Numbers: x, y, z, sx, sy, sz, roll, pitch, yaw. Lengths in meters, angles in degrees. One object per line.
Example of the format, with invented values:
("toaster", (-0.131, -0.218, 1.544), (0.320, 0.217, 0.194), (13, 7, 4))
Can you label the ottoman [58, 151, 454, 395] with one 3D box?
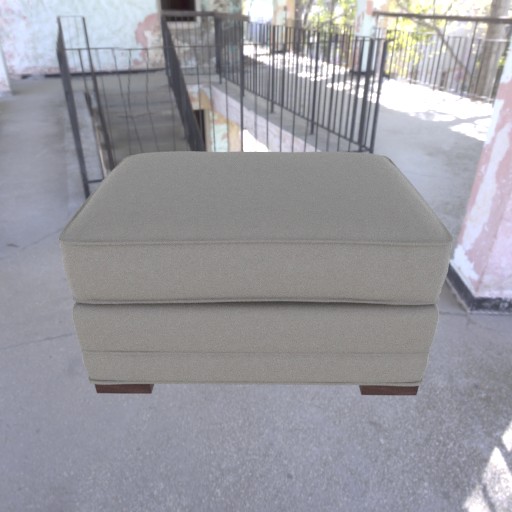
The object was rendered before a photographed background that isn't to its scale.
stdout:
("ottoman", (0.000, 0.000, 1.238), (0.848, 0.482, 0.611), (0, 30, 0))
